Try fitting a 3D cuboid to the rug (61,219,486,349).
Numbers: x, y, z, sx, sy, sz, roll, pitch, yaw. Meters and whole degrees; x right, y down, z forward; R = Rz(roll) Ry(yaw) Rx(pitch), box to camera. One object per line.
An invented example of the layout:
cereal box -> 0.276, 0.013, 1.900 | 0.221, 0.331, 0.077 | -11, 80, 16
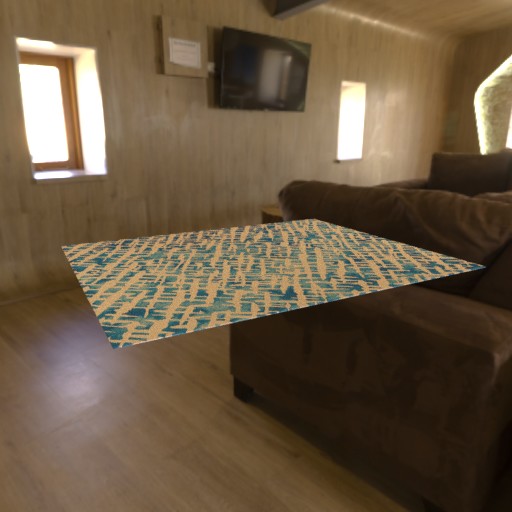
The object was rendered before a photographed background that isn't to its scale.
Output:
rug -> 0.000, 0.000, 3.982 | 3.007, 0.007, 2.435 | -8, 17, -27
